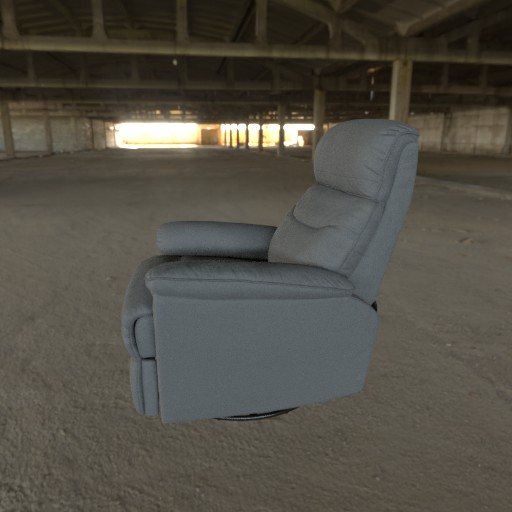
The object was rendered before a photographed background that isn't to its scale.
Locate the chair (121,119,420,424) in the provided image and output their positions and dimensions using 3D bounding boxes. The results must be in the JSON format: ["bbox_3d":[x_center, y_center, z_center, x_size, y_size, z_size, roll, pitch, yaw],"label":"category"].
[{"bbox_3d":[0.000,0.000,1.745,1.004,1.037,0.820,-2,15,-9],"label":"chair"}]
